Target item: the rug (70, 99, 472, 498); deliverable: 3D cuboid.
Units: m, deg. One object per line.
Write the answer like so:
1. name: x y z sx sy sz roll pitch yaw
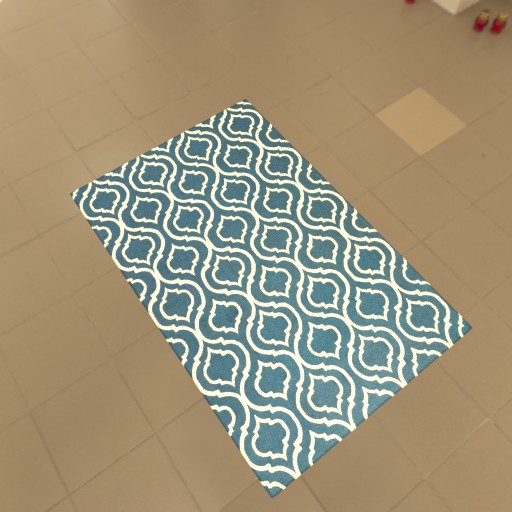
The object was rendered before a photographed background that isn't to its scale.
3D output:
1. rug: 0.000 0.000 2.168 1.143 0.010 1.753 -33 68 -15
